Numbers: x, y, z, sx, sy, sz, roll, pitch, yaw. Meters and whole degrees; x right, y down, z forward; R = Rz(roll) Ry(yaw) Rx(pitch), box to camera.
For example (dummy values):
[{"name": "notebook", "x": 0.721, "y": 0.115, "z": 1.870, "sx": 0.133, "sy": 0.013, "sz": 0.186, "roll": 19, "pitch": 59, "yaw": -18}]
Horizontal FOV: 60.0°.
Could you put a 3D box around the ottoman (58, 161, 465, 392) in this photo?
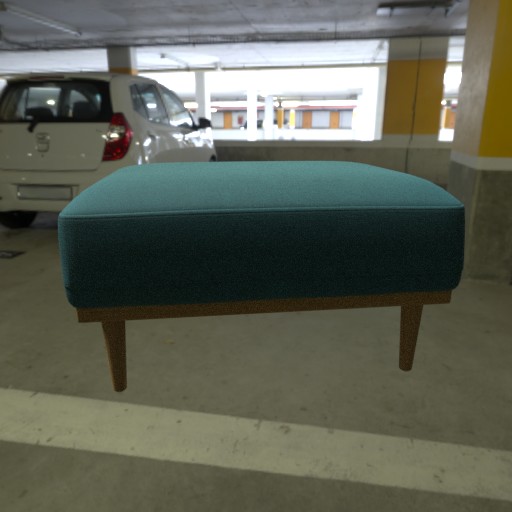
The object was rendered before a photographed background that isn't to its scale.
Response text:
[{"name": "ottoman", "x": 0.000, "y": 0.000, "z": 1.059, "sx": 0.749, "sy": 0.428, "sz": 0.549, "roll": -2, "pitch": 17, "yaw": -7}]
